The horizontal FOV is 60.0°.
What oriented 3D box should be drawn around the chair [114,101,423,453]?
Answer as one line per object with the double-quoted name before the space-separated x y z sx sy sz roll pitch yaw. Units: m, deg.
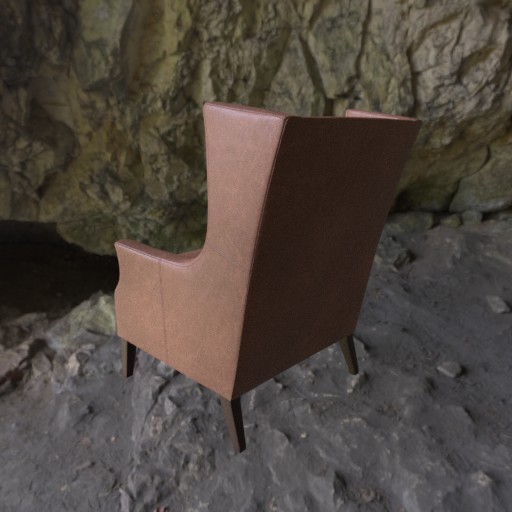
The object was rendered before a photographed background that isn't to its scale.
"chair" 0.000 0.000 1.713 0.815 1.088 0.913 -15 22 -43
